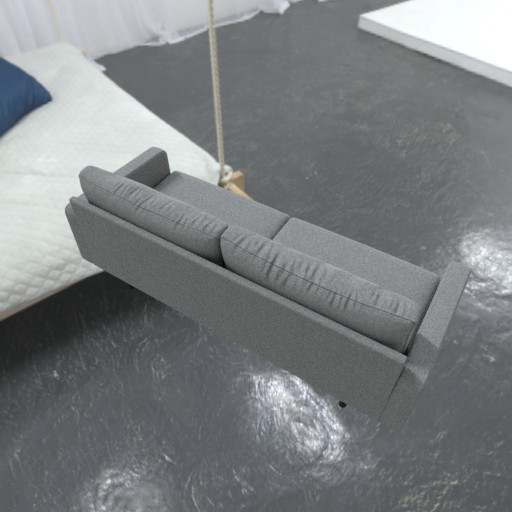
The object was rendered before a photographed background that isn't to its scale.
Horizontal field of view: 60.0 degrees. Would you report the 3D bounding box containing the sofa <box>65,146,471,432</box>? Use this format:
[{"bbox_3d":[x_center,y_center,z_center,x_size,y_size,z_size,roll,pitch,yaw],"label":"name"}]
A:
[{"bbox_3d":[0.000,0.000,2.629,2.200,0.880,0.880,24,50,22],"label":"sofa"}]
